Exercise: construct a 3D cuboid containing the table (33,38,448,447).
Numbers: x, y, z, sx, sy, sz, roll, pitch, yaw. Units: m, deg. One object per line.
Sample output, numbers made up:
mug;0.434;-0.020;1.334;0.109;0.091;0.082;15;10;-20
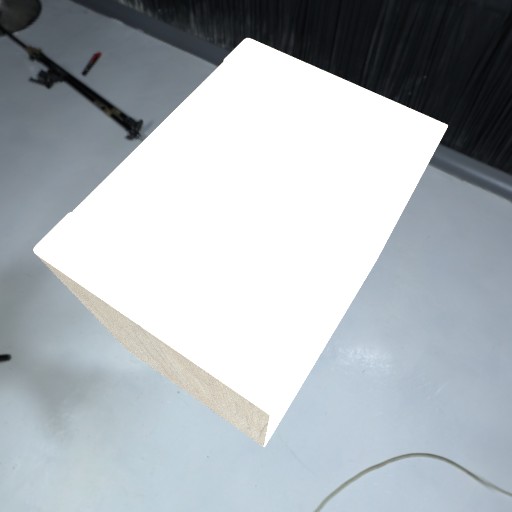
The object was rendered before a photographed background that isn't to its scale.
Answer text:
table;0.000;0.000;0.934;0.420;0.510;0.570;30;67;15
